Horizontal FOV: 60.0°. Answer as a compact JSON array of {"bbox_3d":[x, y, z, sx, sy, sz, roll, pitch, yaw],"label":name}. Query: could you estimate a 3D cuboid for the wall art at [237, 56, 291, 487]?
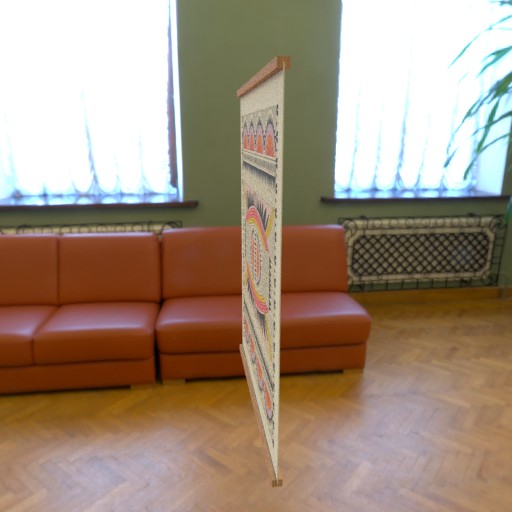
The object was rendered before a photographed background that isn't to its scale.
[{"bbox_3d":[0.000,0.000,1.360,0.028,1.016,0.765,-2,16,-8],"label":"wall art"}]
